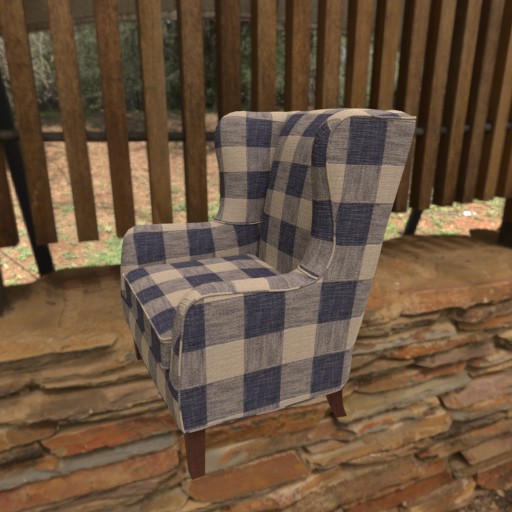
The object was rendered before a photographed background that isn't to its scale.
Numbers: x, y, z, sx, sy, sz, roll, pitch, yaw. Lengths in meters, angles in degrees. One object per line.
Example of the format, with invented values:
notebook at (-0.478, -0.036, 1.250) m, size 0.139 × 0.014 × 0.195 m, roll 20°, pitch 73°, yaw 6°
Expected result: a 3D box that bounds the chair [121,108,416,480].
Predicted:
chair at (0.000, 0.000, 1.641) m, size 0.889 × 1.041 × 0.830 m, roll -9°, pitch 20°, yaw -25°
